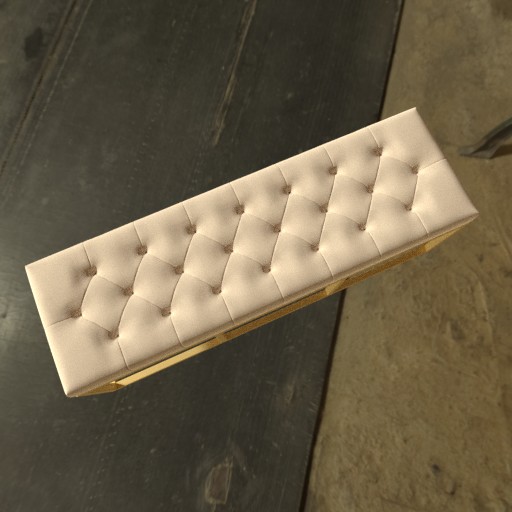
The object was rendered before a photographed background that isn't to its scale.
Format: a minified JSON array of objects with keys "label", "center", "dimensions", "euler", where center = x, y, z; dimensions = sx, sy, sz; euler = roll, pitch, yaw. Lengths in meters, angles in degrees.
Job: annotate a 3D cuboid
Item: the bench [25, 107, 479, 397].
[{"label":"bench","center":[0.000,0.000,1.690],"dimensions":[1.473,0.484,0.457],"euler":[-23,77,-6]}]
